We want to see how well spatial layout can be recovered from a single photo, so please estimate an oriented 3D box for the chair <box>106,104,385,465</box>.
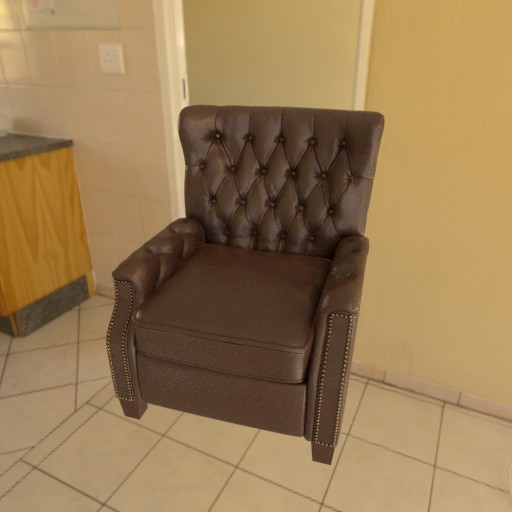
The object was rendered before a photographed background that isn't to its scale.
[{"bbox_3d":[0.000,0.000,1.457,0.709,0.864,0.823,7,26,15],"label":"chair"}]
